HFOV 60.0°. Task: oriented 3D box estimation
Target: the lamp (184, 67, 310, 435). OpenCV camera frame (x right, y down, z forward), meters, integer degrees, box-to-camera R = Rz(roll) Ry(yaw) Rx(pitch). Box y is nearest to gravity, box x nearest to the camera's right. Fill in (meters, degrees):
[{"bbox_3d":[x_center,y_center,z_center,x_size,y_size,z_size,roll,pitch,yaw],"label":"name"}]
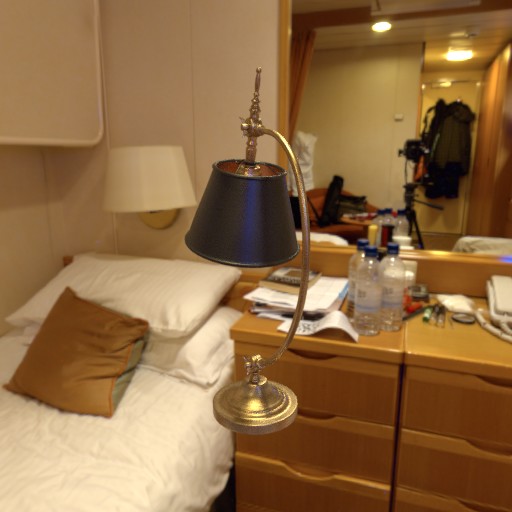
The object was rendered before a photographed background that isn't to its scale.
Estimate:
[{"bbox_3d":[0.000,0.000,0.855,0.235,0.675,0.344,-7,15,-27],"label":"lamp"}]
